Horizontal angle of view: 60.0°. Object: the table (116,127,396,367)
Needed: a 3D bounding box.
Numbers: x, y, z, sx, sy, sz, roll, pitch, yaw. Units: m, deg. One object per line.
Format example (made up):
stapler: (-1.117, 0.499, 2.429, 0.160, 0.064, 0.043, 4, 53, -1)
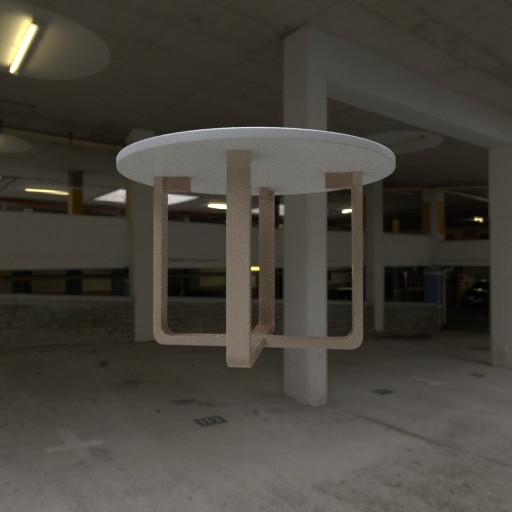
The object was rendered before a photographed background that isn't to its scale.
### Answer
table: (0.000, 0.000, 0.996, 0.600, 0.400, 0.600, 0, -1, 0)
